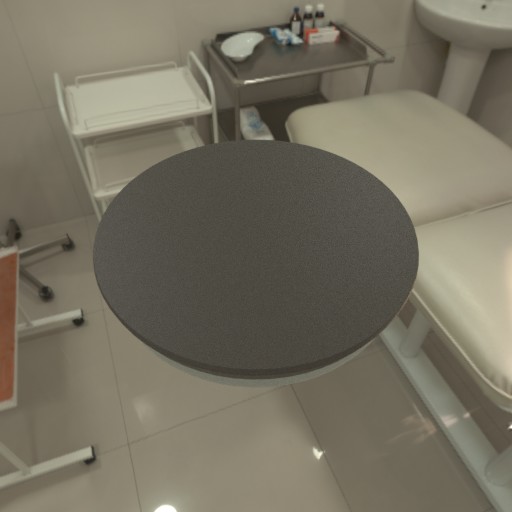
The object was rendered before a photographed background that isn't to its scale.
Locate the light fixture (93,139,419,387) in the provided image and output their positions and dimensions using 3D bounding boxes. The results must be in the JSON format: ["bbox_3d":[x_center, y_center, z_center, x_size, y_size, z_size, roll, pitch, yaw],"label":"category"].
[{"bbox_3d":[0.000,0.000,0.549,0.368,0.100,0.368,0,47,0],"label":"light fixture"}]
